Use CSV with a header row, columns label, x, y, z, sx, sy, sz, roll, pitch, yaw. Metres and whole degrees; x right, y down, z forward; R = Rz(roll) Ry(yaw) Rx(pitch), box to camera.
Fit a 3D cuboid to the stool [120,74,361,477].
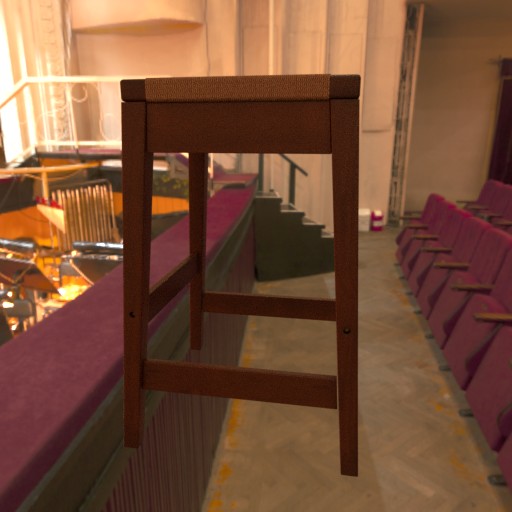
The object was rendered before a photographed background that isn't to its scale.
label,x,y,z,sx,sy,sz,roll,pitch,yaw
stool,0.000,0.000,1.068,0.507,0.762,0.497,3,16,10
